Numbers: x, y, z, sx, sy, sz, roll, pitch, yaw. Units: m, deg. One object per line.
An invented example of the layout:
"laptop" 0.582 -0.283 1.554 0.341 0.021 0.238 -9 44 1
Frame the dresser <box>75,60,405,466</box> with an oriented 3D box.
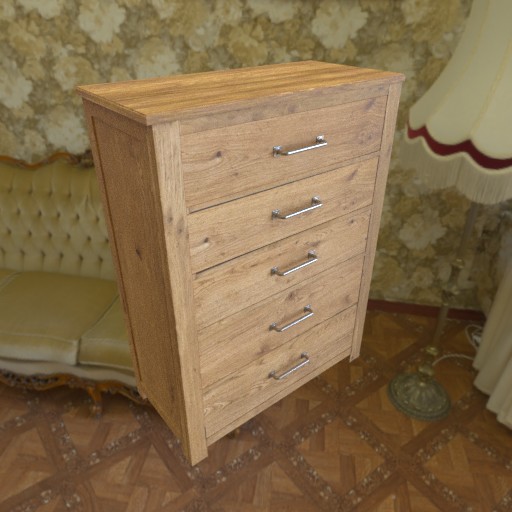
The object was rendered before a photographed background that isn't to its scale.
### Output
"dresser" 0.000 0.000 1.921 1.081 1.431 0.558 -22 37 -32
